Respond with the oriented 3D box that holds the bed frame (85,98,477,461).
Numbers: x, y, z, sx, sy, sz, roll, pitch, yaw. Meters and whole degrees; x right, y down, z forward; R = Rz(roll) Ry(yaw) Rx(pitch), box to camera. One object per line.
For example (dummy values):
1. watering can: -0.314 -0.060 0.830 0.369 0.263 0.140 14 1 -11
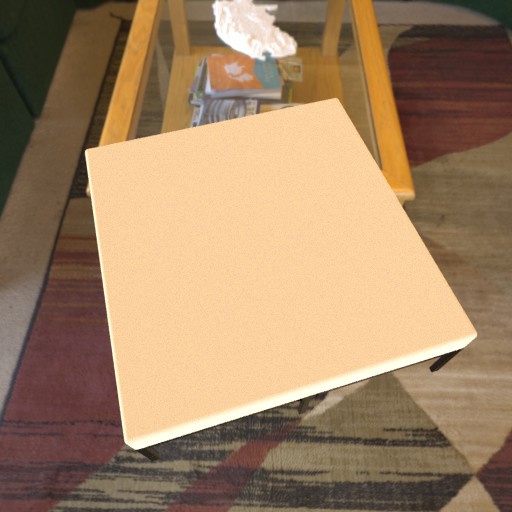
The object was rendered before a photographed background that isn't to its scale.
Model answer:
1. bed frame: 0.000 0.000 3.088 1.963 0.659 2.079 -14 60 -9
